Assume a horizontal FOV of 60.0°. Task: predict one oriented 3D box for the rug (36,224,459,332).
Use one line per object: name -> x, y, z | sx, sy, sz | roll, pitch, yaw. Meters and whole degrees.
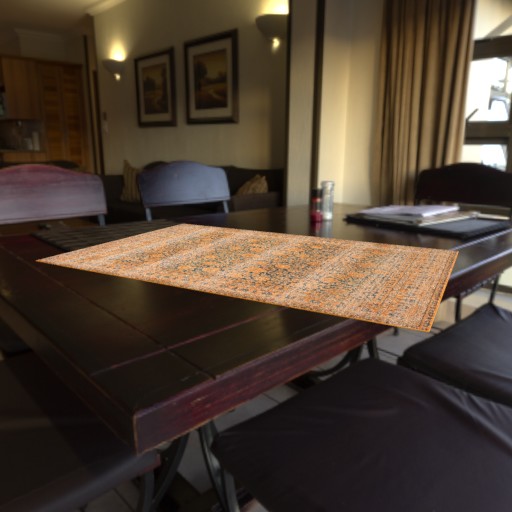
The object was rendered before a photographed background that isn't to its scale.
rug -> 0.000, 0.000, 2.915 | 2.336, 0.007, 1.525 | 7, 16, 27
